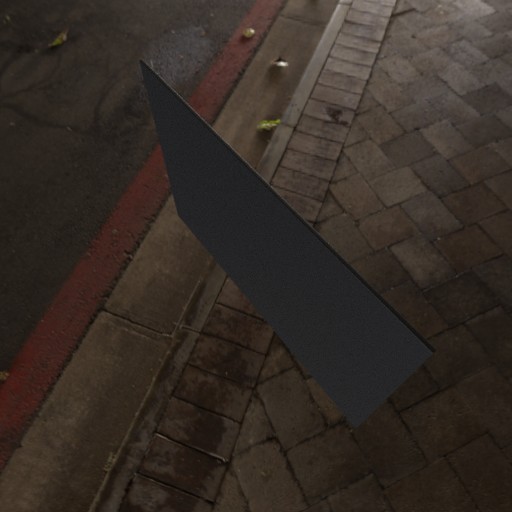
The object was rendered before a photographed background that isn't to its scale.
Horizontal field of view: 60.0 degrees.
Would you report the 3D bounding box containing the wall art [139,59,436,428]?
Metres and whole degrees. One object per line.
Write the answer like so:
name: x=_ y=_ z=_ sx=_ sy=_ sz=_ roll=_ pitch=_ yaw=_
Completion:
wall art: x=0.000 y=0.000 z=1.488 sx=0.013 sy=0.811 sz=1.192 roll=-33 pitch=64 yaw=-18
